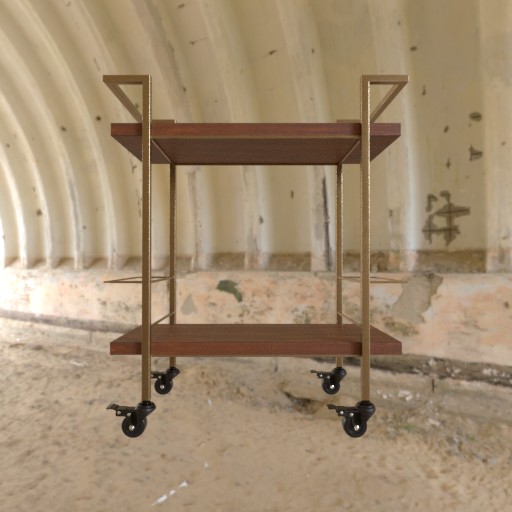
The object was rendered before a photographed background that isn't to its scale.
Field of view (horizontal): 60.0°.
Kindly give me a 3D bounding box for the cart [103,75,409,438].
[{"bbox_3d":[0.000,0.000,1.150,0.695,0.807,0.364,0,-1,0],"label":"cart"}]
